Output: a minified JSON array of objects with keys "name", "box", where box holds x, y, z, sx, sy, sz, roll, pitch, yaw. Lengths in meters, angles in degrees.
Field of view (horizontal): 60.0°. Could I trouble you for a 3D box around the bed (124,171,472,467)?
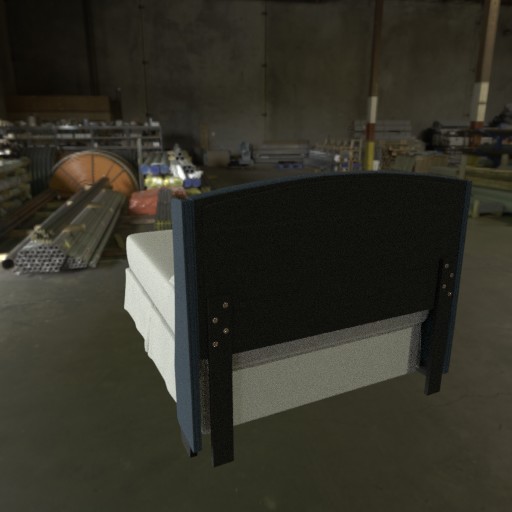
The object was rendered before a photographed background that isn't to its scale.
[{"name":"bed","box":[0.000,0.000,3.283,1.710,1.407,2.237,-8,18,-24]}]
